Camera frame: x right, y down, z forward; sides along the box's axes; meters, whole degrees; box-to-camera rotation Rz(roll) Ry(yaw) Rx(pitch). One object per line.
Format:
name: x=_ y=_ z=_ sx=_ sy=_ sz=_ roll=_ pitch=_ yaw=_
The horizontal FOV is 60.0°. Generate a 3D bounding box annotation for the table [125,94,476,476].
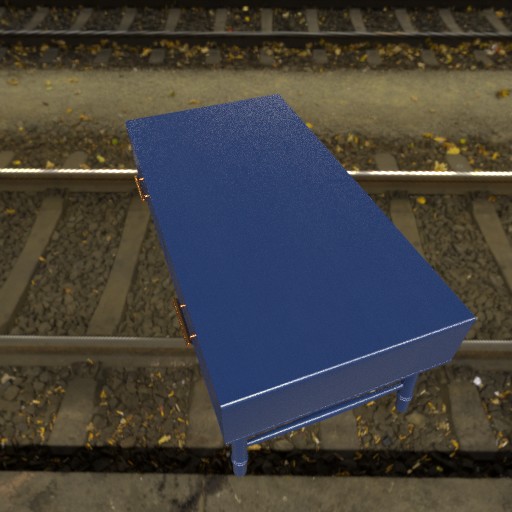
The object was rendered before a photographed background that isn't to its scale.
table: x=0.000 y=0.000 z=1.352 sx=0.572 sy=0.457 sz=1.067 roll=-15 pitch=48 yaw=-14
